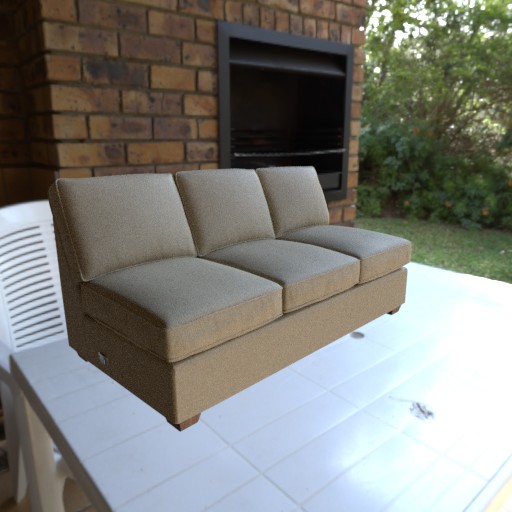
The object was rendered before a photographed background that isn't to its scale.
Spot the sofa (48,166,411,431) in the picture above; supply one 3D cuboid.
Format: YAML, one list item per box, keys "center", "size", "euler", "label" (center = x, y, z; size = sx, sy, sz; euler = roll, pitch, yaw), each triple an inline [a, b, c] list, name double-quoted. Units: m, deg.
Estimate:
- center: [0.000, 0.000, 2.592]
  size: [1.027, 0.973, 1.962]
  euler: [14, 21, 43]
  label: "sofa"
